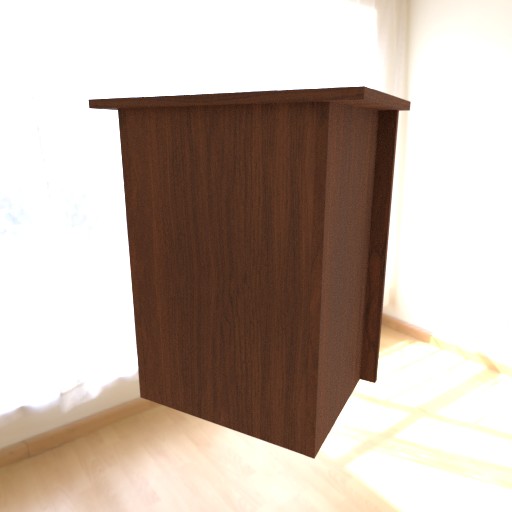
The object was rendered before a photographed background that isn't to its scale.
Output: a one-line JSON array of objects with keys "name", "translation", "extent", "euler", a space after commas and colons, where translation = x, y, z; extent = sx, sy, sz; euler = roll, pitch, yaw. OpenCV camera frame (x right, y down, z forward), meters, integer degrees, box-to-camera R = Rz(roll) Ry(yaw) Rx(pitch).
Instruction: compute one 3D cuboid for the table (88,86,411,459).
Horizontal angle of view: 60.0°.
[{"name": "table", "translation": [0.000, 0.000, 1.072], "extent": [0.589, 0.711, 0.406], "euler": [8, 17, 27]}]
